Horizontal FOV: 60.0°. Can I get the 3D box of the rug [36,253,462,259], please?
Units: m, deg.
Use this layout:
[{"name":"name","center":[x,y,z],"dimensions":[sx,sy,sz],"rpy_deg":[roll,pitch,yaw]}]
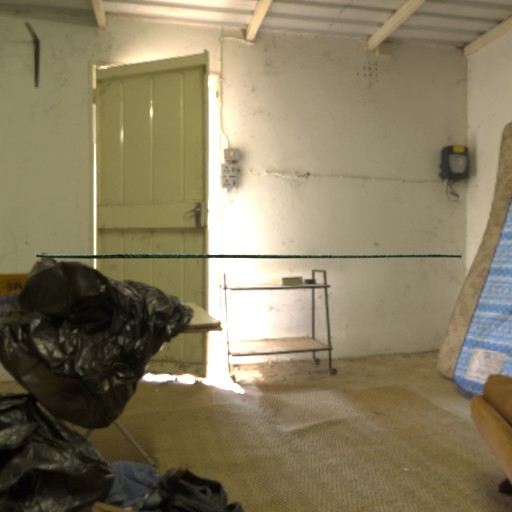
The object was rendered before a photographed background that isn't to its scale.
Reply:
[{"name":"rug","center":[0.000,0.000,2.134],"dimensions":[1.728,0.017,1.136],"rpy_deg":[0,0,-37]}]
